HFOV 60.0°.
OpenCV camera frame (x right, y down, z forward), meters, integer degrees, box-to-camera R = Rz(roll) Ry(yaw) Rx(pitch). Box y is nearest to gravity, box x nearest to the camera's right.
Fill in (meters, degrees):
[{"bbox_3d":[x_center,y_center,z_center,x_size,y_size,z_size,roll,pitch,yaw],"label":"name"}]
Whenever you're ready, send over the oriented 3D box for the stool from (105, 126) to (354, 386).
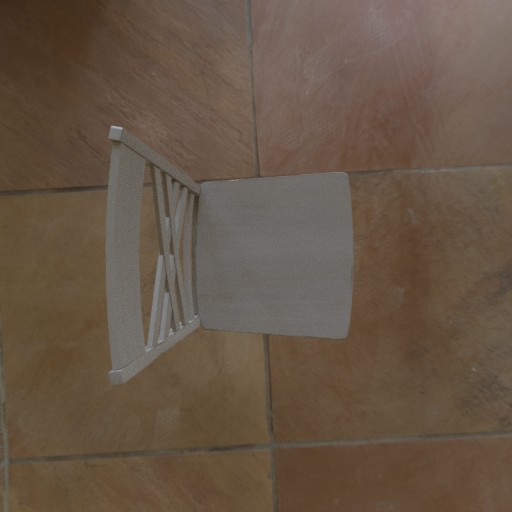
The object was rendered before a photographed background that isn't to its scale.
[{"bbox_3d":[0.000,0.000,1.320,0.539,1.079,0.462,0,90,0],"label":"stool"}]
